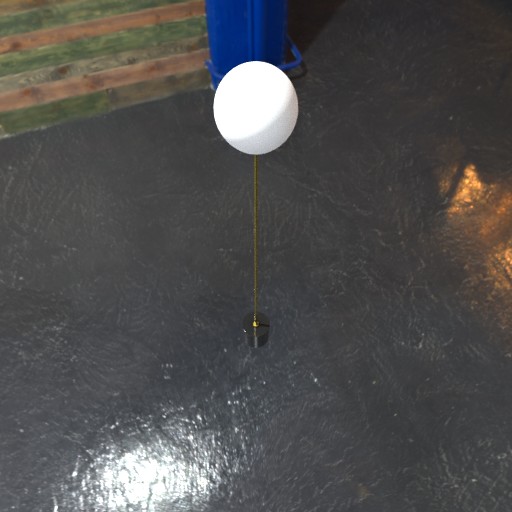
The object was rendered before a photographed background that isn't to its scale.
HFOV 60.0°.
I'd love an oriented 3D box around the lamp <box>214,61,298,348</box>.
[{"bbox_3d":[0.000,0.000,1.845,0.229,1.748,0.229,-17,59,-10],"label":"lamp"}]
